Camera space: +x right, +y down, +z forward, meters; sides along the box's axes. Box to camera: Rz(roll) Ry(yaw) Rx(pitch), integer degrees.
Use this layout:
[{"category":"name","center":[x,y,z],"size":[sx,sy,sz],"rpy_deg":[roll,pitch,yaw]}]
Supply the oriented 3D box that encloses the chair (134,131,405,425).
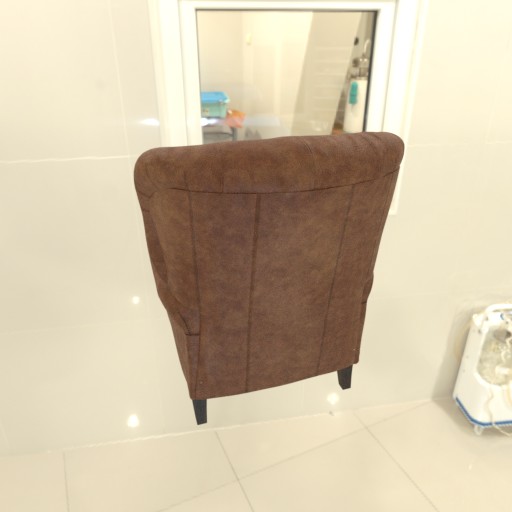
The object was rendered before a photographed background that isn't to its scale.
[{"category":"chair","center":[0.000,0.000,1.910],"size":[0.951,1.164,1.059],"rpy_deg":[-8,28,-16]}]
